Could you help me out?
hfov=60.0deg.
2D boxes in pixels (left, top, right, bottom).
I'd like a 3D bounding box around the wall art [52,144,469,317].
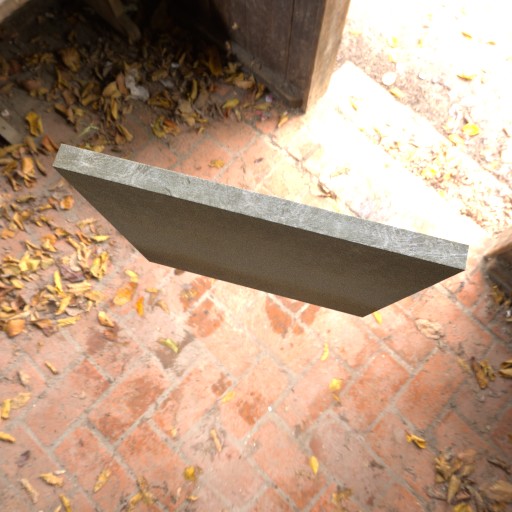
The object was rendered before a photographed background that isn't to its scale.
[{"bbox_3d":[0.000,0.000,0.932,0.610,0.610,0.038,14,76,4],"label":"wall art"}]
